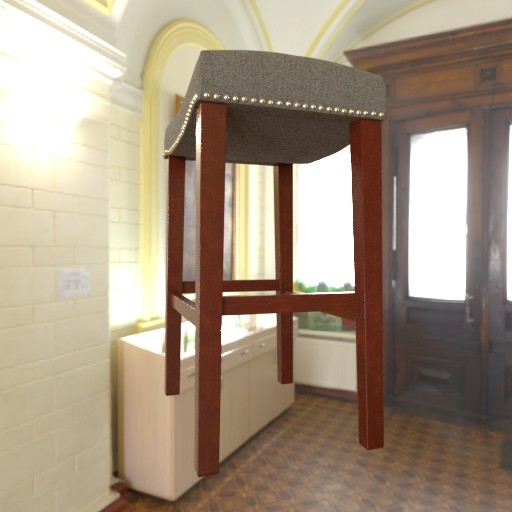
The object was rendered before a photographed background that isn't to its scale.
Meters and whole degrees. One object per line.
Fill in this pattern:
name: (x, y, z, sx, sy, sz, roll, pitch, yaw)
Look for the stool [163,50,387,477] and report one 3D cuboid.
stool: (0.000, 0.000, 1.024, 0.372, 0.742, 0.504, 0, 0, -18)
